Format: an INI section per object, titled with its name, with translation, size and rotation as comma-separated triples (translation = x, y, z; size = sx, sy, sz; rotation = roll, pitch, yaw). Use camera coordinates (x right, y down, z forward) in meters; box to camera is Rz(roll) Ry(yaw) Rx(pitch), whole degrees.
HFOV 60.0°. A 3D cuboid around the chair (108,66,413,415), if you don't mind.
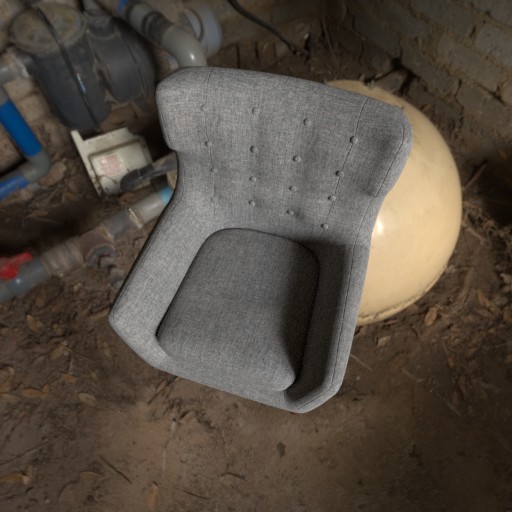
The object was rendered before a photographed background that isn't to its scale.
[chair]
translation = 0.000, 0.000, 1.740
size = 0.878, 1.063, 0.904
rotation = 15, 59, 9
